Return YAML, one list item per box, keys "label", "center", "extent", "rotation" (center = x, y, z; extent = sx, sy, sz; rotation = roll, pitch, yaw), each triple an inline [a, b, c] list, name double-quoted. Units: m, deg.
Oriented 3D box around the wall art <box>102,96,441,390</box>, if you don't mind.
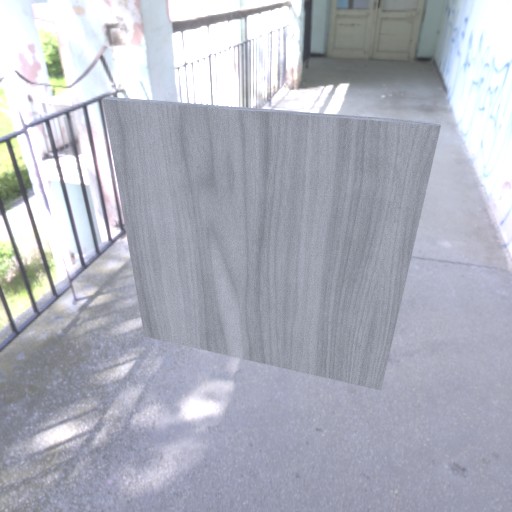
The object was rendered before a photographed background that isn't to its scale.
- label: "wall art"
  center: [0.000, 0.000, 0.782]
  extent: [0.508, 0.507, 0.016]
  rotation: [9, 34, 14]
